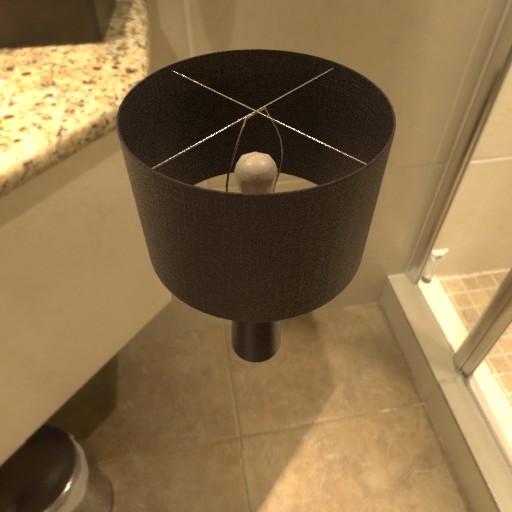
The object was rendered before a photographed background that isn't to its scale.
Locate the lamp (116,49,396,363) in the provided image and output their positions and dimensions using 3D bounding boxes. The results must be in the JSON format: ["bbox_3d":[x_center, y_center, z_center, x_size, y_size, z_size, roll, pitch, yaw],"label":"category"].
[{"bbox_3d":[0.000,0.000,0.669,0.303,0.488,0.303,0,48,0],"label":"lamp"}]
